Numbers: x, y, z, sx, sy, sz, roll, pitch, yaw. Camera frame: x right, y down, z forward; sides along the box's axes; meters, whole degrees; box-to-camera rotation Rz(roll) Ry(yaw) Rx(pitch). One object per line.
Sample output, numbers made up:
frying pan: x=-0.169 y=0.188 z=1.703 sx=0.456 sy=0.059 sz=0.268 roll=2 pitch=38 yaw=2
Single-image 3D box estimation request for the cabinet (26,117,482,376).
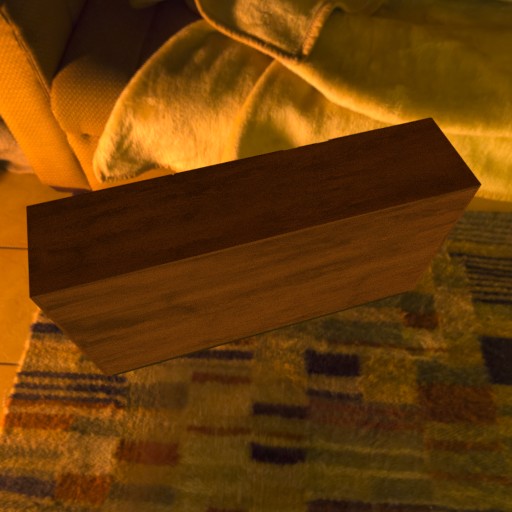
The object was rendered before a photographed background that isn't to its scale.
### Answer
cabinet: x=0.000 y=0.000 z=1.990 sx=1.600 sy=0.900 sz=0.420 roll=-14 pitch=59 yaw=-9
